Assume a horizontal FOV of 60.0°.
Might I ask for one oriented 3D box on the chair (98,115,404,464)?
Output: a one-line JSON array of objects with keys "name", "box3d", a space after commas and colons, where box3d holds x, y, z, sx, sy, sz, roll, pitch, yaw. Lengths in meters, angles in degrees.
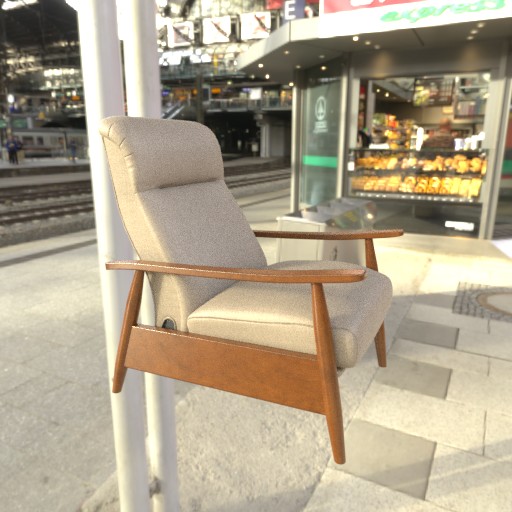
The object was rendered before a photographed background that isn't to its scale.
[{"name": "chair", "box3d": [0.000, 0.000, 1.788, 1.032, 1.082, 0.762, 7, 16, 25]}]
